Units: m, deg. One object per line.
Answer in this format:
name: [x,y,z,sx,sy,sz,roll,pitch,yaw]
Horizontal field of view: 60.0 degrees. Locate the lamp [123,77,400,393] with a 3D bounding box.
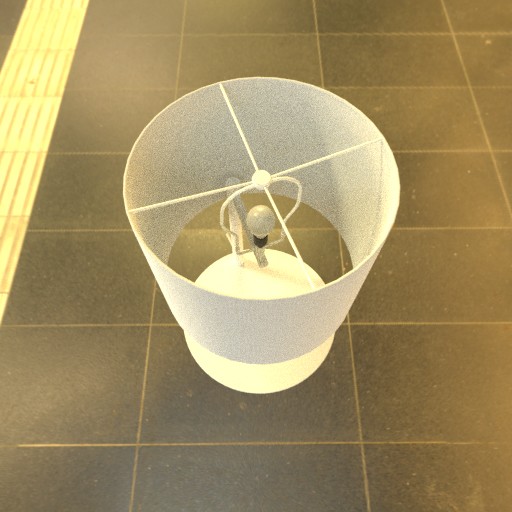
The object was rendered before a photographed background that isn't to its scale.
lamp: [0.000,0.000,0.691,0.299,0.454,0.341,-18,64,-9]
